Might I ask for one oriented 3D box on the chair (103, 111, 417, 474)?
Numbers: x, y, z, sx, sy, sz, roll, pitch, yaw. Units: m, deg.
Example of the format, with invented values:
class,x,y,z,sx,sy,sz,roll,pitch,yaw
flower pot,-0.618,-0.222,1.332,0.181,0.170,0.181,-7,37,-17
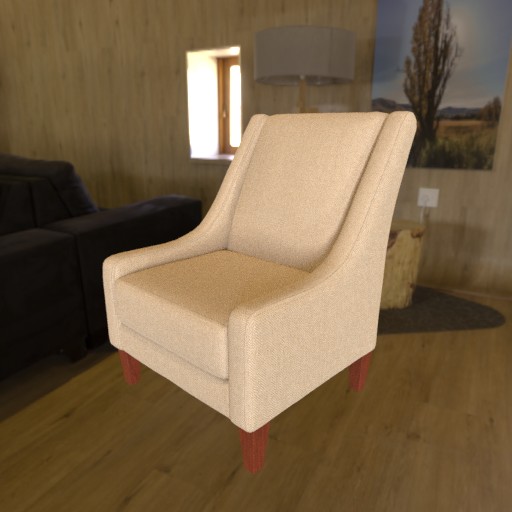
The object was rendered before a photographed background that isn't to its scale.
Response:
class,x,y,z,sx,sy,sz,roll,pitch,yaw
chair,0.000,0.000,1.628,0.774,1.014,0.870,15,22,41
